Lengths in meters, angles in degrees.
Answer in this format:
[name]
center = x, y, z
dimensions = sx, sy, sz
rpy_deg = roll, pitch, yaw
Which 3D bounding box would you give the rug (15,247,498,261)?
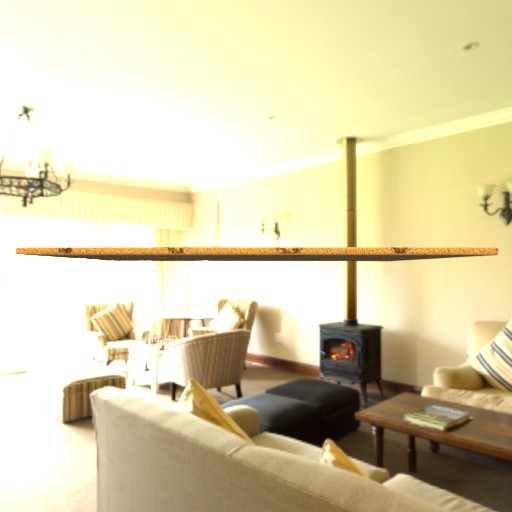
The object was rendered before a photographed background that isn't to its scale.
[rug]
center = 0.000, 0.000, 2.225
dimensions = 1.778, 0.030, 1.219
rpy_deg = 0, -2, -1
